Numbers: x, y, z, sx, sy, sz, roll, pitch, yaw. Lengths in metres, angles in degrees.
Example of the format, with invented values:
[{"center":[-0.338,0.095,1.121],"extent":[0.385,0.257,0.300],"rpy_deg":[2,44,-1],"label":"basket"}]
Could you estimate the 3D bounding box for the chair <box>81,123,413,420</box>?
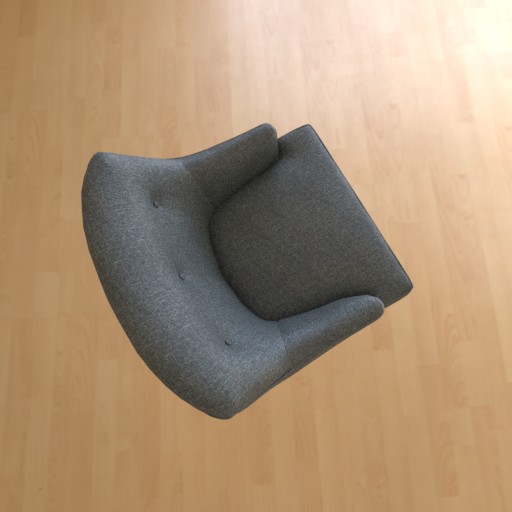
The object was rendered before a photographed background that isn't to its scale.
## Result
[{"center":[0.000,0.000,1.630],"extent":[0.923,0.856,0.864],"rpy_deg":[-28,78,-7],"label":"chair"}]
